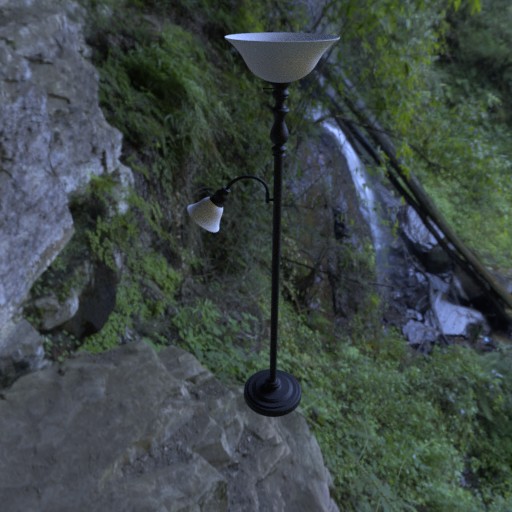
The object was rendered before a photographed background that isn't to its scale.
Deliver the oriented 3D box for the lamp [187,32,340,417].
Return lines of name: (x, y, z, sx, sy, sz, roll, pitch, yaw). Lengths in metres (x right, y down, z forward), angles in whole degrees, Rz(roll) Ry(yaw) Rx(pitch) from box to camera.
lamp: (0.000, 0.000, 2.016, 0.588, 1.793, 0.405, 0, 30, -1)
